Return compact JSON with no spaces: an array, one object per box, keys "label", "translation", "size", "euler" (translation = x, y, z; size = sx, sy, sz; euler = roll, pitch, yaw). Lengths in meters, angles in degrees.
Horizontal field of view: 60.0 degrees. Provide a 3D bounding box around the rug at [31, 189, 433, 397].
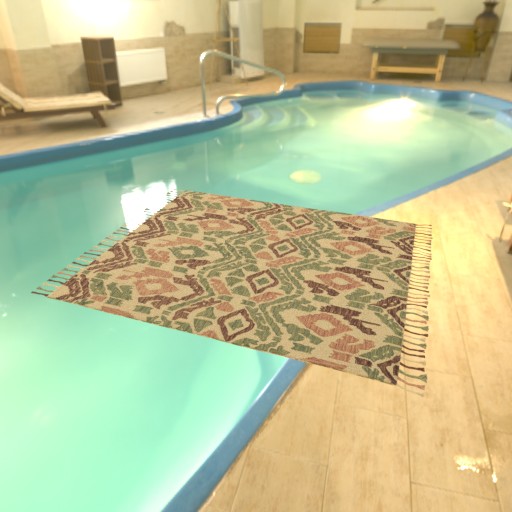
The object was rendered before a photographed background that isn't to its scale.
[{"label":"rug","translation":[0.000,0.000,4.077],"size":[3.048,0.010,2.438],"euler":[10,32,17]}]
